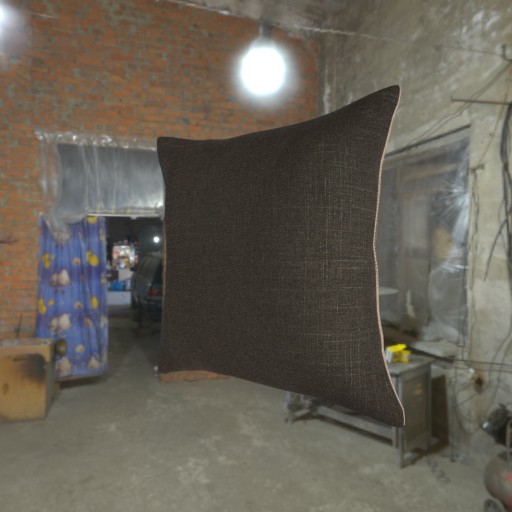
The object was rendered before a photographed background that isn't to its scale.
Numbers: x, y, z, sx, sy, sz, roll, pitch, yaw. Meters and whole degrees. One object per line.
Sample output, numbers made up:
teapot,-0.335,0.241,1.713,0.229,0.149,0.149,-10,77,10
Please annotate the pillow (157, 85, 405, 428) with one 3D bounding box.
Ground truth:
pillow,0.000,0.000,0.699,0.468,0.444,0.138,0,0,37
